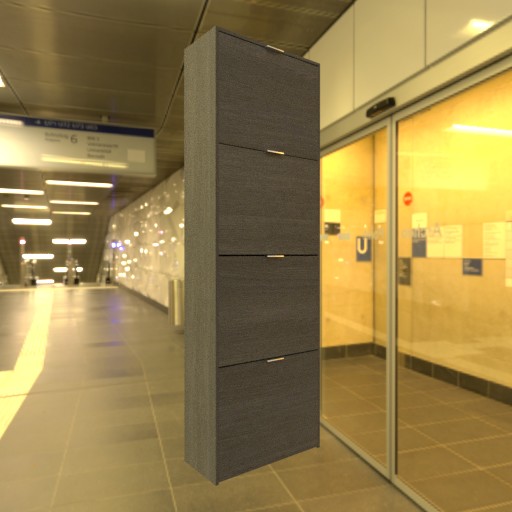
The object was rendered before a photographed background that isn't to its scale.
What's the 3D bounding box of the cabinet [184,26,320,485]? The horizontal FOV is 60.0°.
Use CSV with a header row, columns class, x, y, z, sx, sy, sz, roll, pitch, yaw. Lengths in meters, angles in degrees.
class,x,y,z,sx,sy,sz,roll,pitch,yaw
cabinet,0.000,0.000,1.812,0.520,1.630,0.255,0,0,-37
